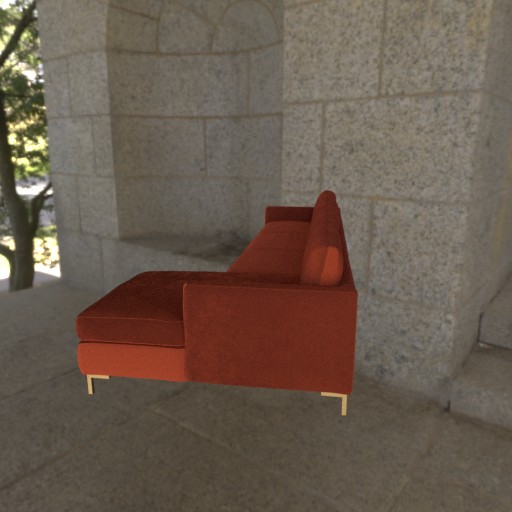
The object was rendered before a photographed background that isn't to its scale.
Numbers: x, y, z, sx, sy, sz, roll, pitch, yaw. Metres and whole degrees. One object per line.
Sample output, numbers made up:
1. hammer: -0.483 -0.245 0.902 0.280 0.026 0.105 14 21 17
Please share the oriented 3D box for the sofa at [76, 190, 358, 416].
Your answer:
1. sofa: 0.000 0.000 3.428 1.350 0.810 2.932 2 14 9
